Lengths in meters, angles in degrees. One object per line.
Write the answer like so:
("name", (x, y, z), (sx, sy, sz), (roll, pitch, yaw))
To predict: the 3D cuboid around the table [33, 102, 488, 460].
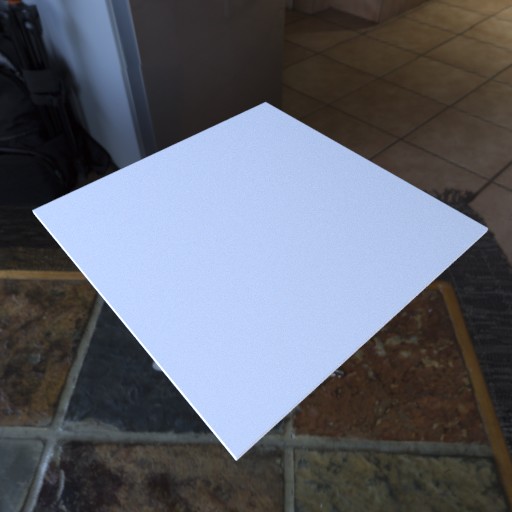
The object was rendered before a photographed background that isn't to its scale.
("table", (0.000, 0.000, 1.335), (0.890, 0.305, 0.890), (-34, 56, -26))
